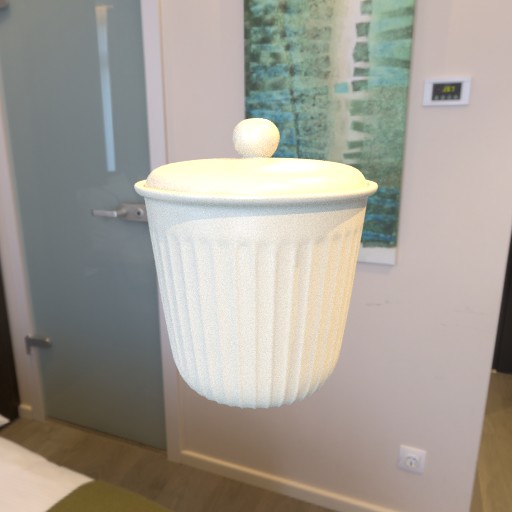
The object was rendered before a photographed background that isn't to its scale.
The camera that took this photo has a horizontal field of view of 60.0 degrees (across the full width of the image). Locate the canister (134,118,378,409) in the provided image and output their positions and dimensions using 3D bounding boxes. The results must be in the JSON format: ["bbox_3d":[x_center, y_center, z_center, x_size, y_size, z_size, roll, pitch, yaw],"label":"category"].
[{"bbox_3d":[0.000,0.000,0.355,0.181,0.211,0.181,0,14,0],"label":"canister"}]
